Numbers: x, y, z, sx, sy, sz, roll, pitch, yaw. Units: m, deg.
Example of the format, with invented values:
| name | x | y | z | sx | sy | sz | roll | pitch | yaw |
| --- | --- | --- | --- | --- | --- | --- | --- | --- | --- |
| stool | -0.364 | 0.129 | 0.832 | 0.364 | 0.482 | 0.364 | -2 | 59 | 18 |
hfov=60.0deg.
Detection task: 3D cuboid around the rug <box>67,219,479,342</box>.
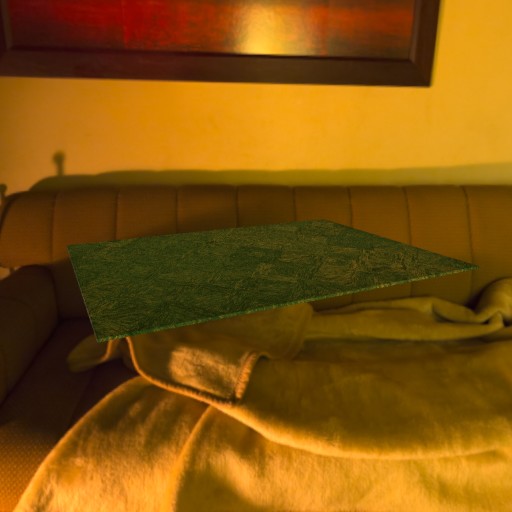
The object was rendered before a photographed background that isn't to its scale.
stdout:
| name | x | y | z | sx | sy | sz | roll | pitch | yaw |
| --- | --- | --- | --- | --- | --- | --- | --- | --- | --- |
| rug | 0.000 | 0.000 | 4.266 | 3.217 | 0.027 | 2.405 | -8 | 18 | -25 |
